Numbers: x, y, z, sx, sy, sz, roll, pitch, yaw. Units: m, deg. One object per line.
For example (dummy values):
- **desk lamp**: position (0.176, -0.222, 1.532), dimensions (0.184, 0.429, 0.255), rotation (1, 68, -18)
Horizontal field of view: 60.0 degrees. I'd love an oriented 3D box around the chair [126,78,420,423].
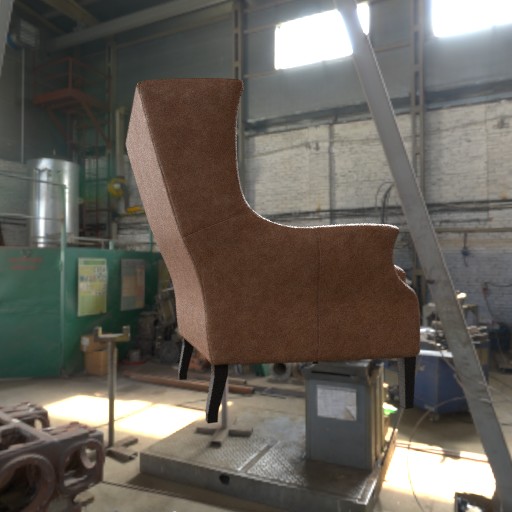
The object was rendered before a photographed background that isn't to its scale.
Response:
- **chair**: position (0.000, 0.000, 1.681), dimensions (0.926, 1.016, 0.853), rotation (0, -1, -19)
